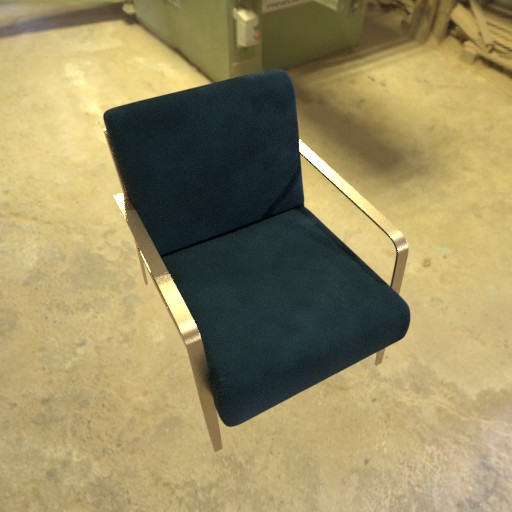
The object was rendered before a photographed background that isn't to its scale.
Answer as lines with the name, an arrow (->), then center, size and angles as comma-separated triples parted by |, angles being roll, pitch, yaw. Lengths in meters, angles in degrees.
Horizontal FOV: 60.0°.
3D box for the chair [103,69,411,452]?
chair -> 0.000, 0.000, 1.443 | 0.692, 0.831, 0.859 | -22, 51, -19
